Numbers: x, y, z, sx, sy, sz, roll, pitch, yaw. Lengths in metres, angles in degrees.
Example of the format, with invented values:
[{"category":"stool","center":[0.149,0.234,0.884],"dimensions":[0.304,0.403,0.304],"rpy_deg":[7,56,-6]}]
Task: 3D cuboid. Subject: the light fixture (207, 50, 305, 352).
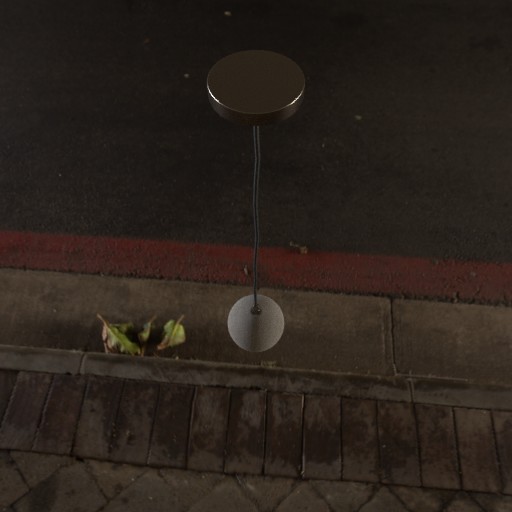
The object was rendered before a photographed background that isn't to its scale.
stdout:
[{"category":"light fixture","center":[0.000,0.000,0.826],"dimensions":[0.139,0.764,0.139],"rpy_deg":[33,64,18]}]
